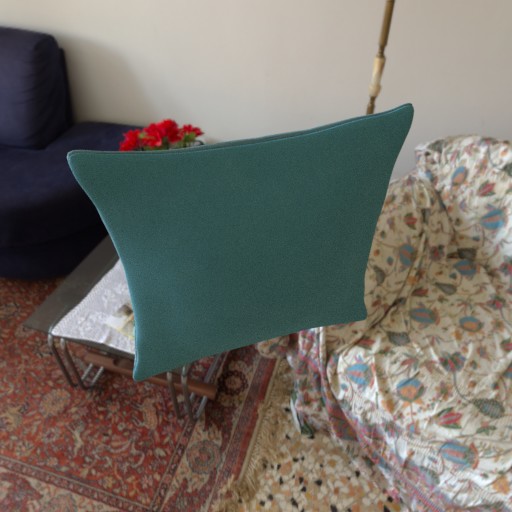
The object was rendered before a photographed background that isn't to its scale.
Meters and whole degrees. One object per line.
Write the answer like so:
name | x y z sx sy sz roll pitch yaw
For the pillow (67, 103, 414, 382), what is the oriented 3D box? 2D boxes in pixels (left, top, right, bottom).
pillow | 0.000 0.000 0.659 0.433 0.415 0.151 -12 42 -14
